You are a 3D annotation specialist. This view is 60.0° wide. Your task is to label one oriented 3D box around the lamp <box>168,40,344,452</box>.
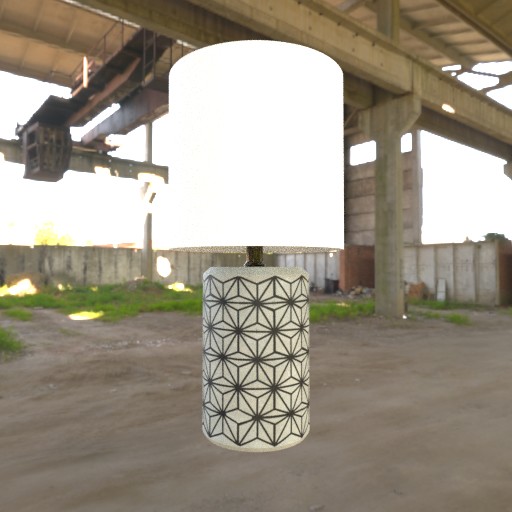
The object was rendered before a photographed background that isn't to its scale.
[{"bbox_3d":[0.000,0.000,0.530,0.206,0.416,0.206,0,-2,18],"label":"lamp"}]
